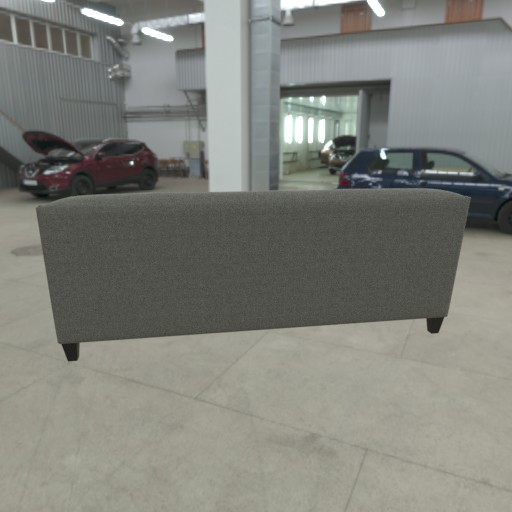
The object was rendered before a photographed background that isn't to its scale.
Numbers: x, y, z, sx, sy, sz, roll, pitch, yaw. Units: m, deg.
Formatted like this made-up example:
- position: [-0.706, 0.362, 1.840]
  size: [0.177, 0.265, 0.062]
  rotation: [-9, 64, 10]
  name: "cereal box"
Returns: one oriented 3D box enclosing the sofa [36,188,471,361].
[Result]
- position: [0.000, 0.000, 2.762]
  size: [2.235, 0.901, 0.914]
  rotation: [-2, 15, -9]
  name: "sofa"
